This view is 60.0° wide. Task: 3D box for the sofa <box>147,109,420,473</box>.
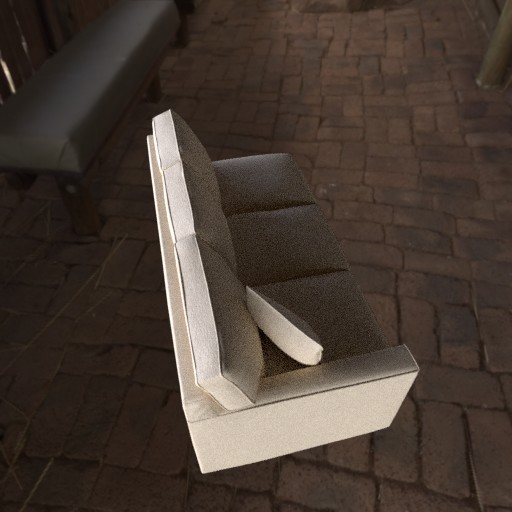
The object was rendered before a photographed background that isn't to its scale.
[{"bbox_3d":[0.000,0.000,2.579,1.034,0.946,1.962,-10,47,-9],"label":"sofa"}]
